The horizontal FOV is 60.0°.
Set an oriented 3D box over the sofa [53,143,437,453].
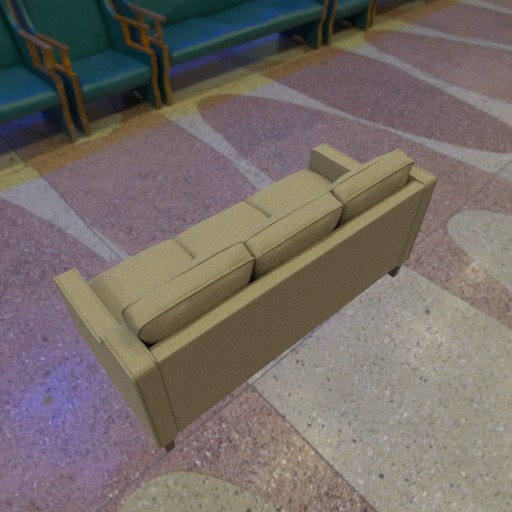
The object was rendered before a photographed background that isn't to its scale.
[{"bbox_3d":[0.000,0.000,2.580,1.986,0.974,0.911,-31,53,-27],"label":"sofa"}]
